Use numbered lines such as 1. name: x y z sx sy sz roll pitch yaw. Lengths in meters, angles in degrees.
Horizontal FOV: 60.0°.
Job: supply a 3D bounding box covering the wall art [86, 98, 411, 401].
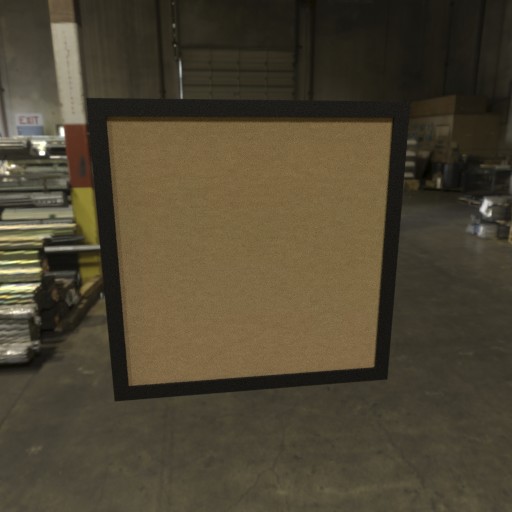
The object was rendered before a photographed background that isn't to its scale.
1. wall art: 0.000 0.000 0.534 0.356 0.356 0.013 -2 15 -8
